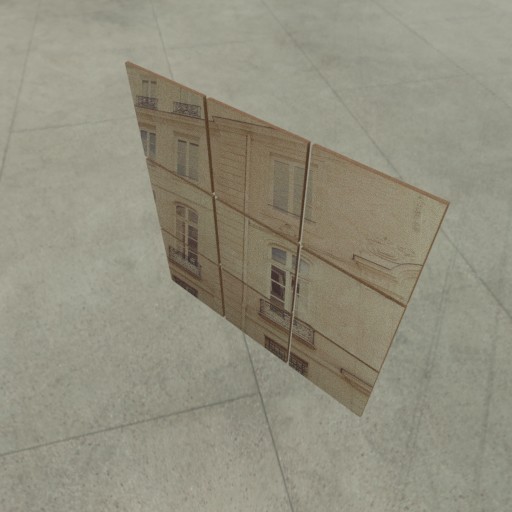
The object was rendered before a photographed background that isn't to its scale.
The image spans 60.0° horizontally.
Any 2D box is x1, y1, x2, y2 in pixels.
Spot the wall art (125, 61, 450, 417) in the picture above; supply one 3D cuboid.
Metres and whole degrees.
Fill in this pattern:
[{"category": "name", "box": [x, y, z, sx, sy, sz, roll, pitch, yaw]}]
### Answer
[{"category": "wall art", "box": [0.000, 0.000, 1.333, 0.915, 0.913, 0.018, 32, 55, 26]}]
